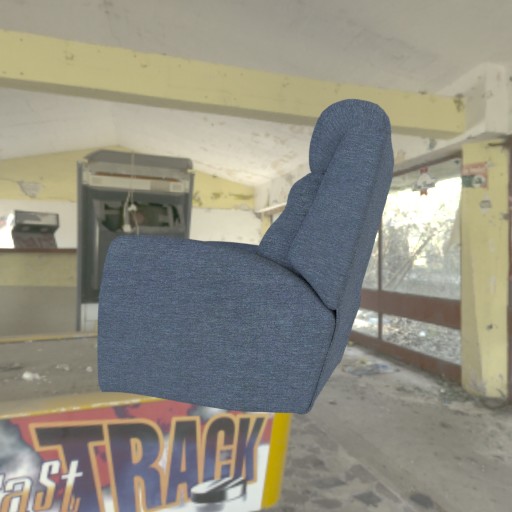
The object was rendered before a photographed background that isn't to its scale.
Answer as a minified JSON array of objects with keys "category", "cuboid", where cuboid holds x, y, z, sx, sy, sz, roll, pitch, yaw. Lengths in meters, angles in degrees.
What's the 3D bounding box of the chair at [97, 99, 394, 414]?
[{"category":"chair","cuboid":[0.000,0.000,1.767,1.043,1.013,0.798,0,0,19]}]
